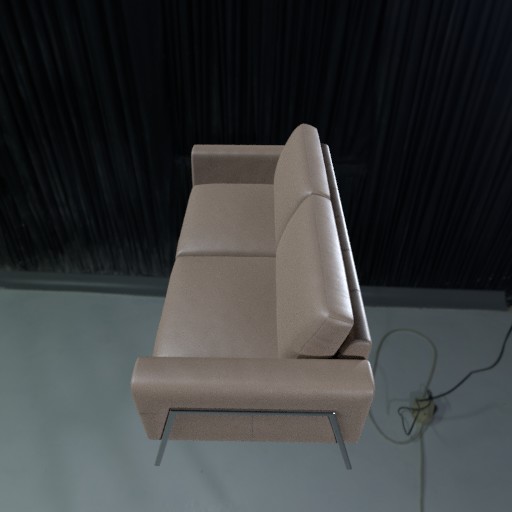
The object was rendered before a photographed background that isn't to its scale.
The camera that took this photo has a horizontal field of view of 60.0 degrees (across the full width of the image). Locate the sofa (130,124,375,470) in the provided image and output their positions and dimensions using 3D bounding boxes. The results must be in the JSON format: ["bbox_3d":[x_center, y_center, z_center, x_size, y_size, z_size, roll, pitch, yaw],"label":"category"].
[{"bbox_3d":[0.000,0.000,2.549,0.953,0.875,2.017,1,41,1],"label":"sofa"}]
